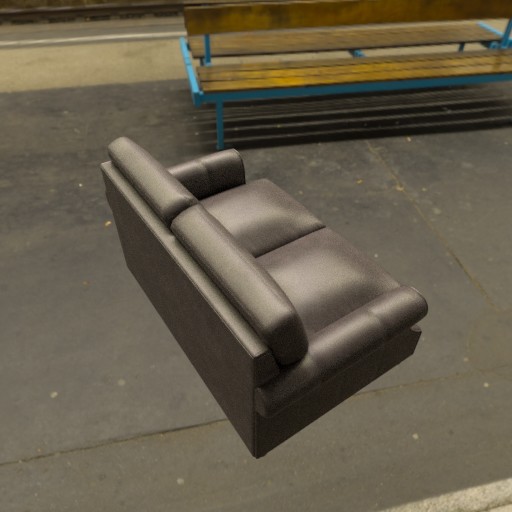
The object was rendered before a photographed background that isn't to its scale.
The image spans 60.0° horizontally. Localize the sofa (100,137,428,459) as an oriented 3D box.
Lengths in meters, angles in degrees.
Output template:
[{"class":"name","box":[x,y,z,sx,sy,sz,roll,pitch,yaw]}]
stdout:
[{"class":"sofa","box":[0.000,0.000,2.366,1.030,0.979,1.663,-24,47,-24]}]
